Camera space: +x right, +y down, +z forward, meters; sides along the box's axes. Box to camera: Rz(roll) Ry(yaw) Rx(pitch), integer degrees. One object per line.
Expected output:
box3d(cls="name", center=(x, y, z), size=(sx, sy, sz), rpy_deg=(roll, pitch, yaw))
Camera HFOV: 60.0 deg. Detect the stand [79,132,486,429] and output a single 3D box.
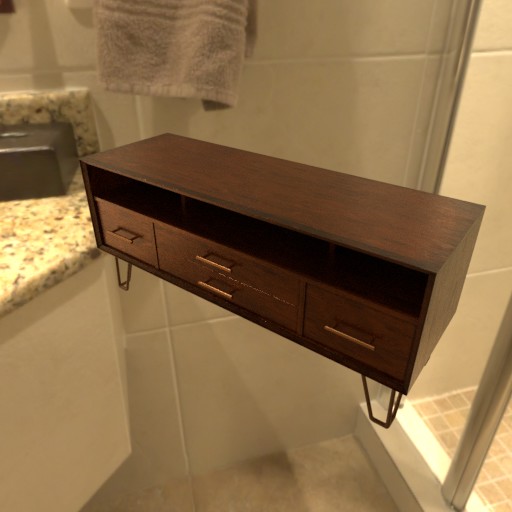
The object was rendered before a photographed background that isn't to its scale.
box3d(cls="stand", center=(0.000, 0.000, 1.676), size=(1.372, 0.610, 0.481), rpy_deg=(21, 36, 31))
